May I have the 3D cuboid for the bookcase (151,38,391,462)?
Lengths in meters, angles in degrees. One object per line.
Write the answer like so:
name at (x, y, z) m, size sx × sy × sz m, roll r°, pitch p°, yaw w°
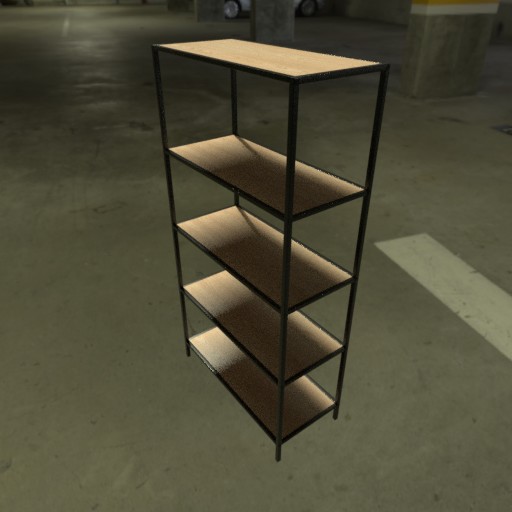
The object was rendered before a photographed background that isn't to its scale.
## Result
bookcase at (0.000, 0.000, 1.786) m, size 0.350 × 1.500 × 0.770 m, roll -22°, pitch 38°, yaw -30°
